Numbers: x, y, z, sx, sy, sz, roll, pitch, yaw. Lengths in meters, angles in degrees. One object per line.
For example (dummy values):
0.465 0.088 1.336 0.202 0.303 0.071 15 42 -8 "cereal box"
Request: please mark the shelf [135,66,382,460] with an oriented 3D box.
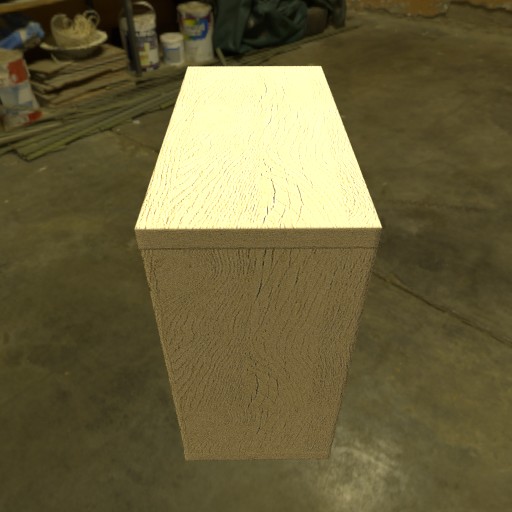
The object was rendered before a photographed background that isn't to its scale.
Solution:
0.000 0.000 1.253 0.390 0.786 0.790 0 40 0 "shelf"
